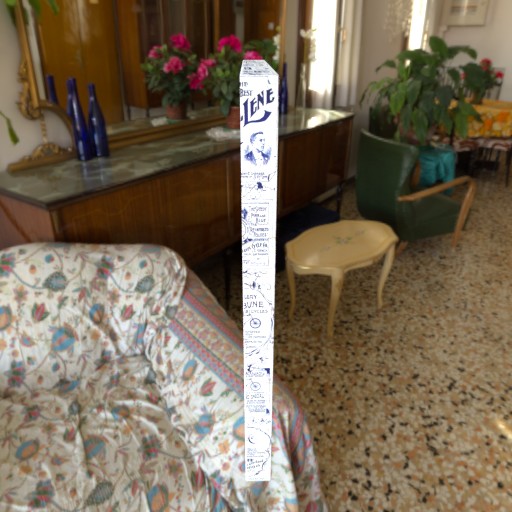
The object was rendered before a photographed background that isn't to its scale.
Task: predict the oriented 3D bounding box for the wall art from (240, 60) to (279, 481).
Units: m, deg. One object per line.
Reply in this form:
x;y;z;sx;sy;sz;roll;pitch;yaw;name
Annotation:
0.000;0.000;0.759;0.040;0.601;0.408;0;26;-1;wall art
